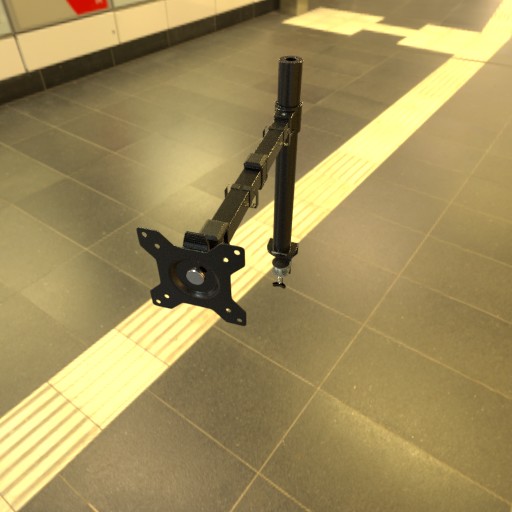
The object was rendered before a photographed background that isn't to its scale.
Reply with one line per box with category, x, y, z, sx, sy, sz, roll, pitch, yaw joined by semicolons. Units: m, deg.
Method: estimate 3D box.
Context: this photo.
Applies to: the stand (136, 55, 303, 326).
stand;0.000;0.000;0.736;0.115;0.510;0.456;11;42;13
